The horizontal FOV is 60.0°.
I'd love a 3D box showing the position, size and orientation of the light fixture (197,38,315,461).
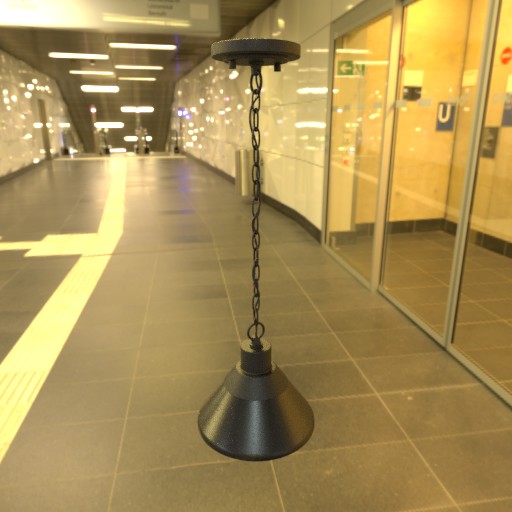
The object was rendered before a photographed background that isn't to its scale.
[{"bbox_3d":[0.000,0.000,0.681,0.201,0.588,0.201,-9,19,-27],"label":"light fixture"}]
